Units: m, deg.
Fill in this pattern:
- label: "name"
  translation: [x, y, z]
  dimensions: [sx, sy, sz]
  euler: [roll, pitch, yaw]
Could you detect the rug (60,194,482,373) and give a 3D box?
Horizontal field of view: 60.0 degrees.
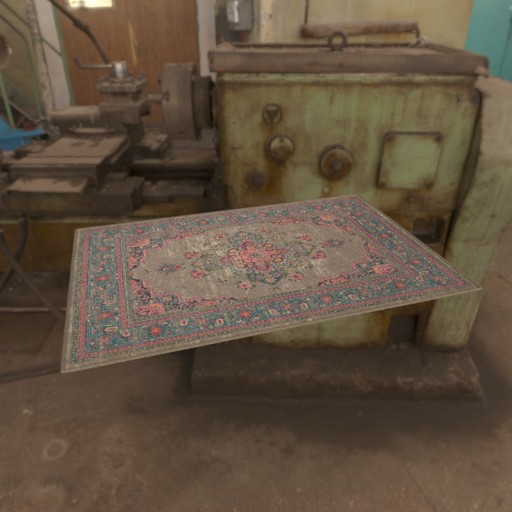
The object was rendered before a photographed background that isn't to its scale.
- label: "rug"
  translation: [0.000, 0.000, 2.205]
  dimensions: [1.748, 0.014, 1.144]
  euler: [-9, 31, -15]
